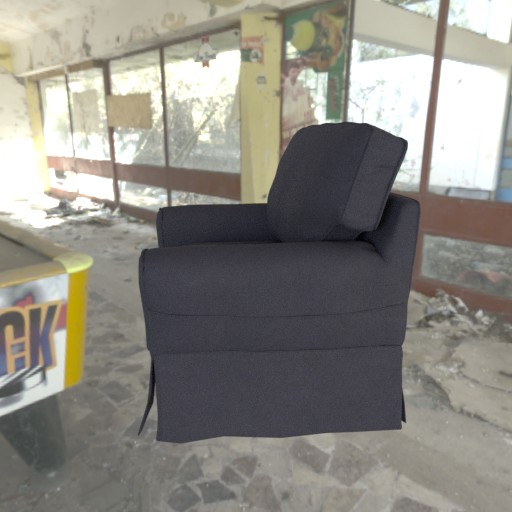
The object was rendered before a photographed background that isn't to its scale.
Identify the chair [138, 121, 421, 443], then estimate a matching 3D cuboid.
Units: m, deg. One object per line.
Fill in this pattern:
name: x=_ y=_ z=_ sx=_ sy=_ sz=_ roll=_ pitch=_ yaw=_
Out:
chair: x=0.000 y=0.000 z=1.976 sx=1.002 sy=1.140 sz=1.119 roll=-2 pitch=16 yaw=-8
